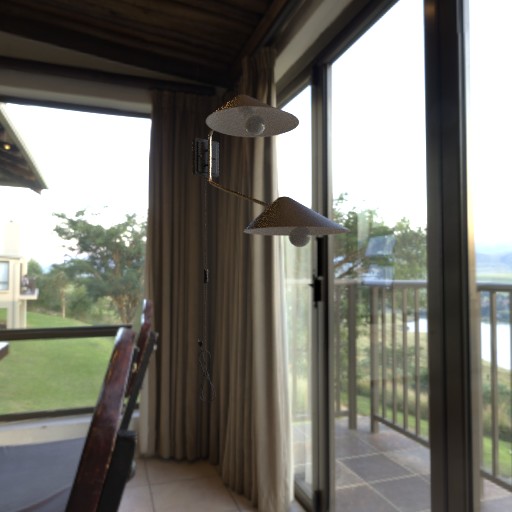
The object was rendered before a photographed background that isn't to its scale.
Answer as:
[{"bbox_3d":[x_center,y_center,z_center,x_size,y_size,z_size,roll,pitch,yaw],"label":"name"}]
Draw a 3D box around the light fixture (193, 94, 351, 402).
[{"bbox_3d":[0.000,0.000,0.871,0.189,0.665,0.422,1,-2,-37],"label":"light fixture"}]
